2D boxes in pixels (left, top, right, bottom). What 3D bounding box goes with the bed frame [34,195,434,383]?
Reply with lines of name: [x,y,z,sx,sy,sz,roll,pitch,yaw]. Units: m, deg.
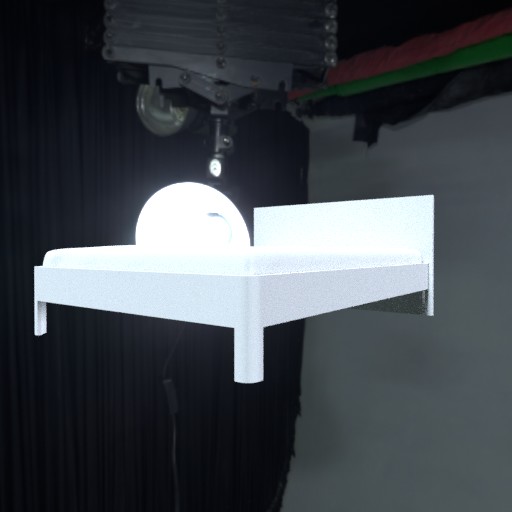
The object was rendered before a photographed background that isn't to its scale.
bed frame: [0.000,0.000,2.628,1.490,0.800,1.950,1,1,37]
